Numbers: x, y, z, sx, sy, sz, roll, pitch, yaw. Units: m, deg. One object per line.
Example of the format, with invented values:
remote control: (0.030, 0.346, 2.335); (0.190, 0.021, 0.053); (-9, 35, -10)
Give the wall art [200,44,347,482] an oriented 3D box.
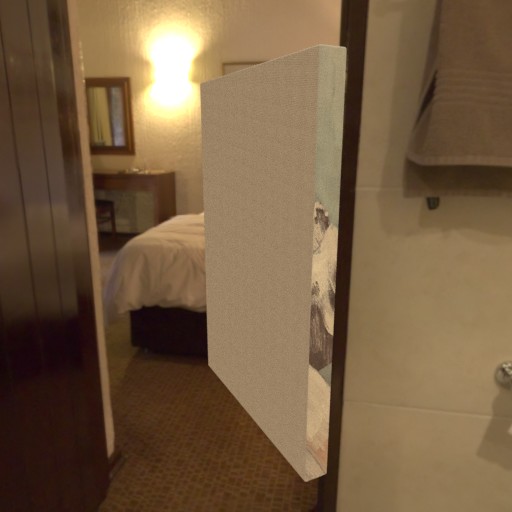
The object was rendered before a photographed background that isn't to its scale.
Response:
wall art: (0.000, 0.000, 1.161); (0.061, 0.911, 0.609); (-7, 16, -26)
